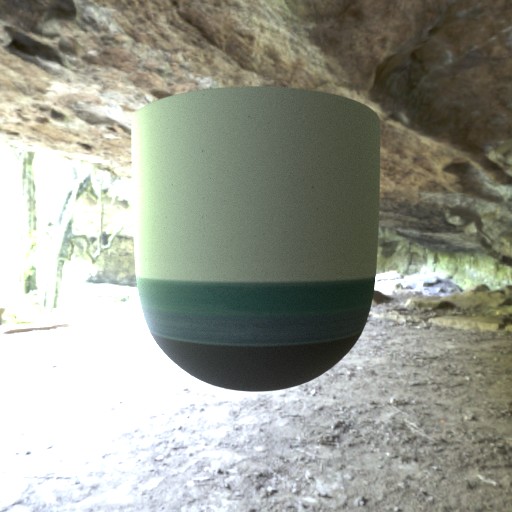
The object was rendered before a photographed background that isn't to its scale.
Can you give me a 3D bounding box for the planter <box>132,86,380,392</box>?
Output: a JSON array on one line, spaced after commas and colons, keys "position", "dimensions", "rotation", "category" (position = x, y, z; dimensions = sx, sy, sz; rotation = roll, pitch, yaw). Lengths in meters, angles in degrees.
[{"position": [0.000, 0.000, 0.378], "dimensions": [0.204, 0.214, 0.204], "rotation": [0, 1, 0], "category": "planter"}]
